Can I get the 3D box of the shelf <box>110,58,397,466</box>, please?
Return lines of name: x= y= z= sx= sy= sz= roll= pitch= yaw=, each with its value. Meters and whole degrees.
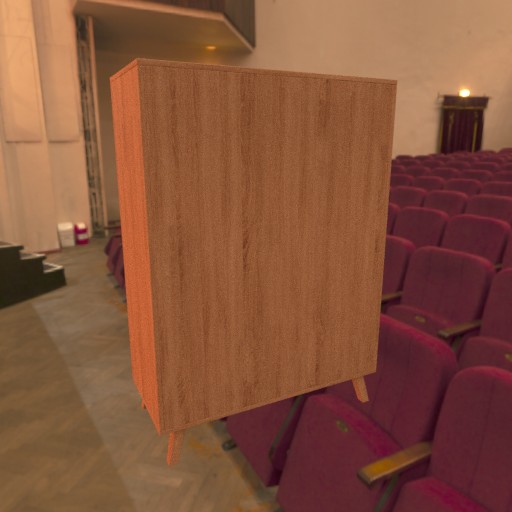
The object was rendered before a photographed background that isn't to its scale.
shelf: x=0.000 y=0.000 z=1.858 sx=1.000 sy=1.390 sz=0.450 roll=-7 pitch=16 yaw=-26
